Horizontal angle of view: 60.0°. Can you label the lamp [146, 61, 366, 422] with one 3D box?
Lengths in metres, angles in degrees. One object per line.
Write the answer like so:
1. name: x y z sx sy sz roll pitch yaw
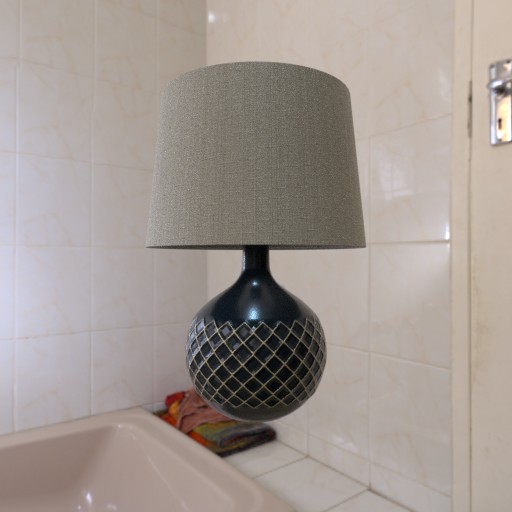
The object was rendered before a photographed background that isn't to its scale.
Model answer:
1. lamp: 0.000 0.000 0.777 0.376 0.540 0.376 0 0 0
